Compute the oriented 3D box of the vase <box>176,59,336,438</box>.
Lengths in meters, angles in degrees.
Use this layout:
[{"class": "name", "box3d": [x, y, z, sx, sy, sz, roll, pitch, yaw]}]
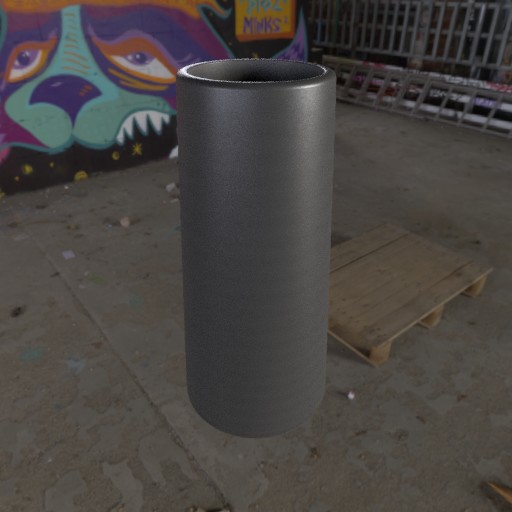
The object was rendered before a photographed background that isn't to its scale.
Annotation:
[{"class": "vase", "box3d": [0.000, 0.000, 0.368, 0.136, 0.289, 0.136, -10, 33, -16]}]
